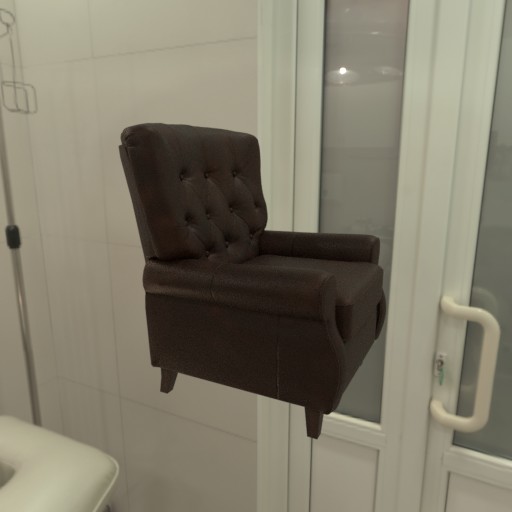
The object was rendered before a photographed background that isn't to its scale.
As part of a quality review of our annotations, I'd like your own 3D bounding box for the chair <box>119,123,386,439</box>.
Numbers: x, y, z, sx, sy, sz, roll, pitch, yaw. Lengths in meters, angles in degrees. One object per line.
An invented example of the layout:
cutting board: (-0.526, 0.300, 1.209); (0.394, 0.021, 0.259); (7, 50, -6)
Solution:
chair: (0.000, 0.000, 1.999); (1.058, 1.158, 0.948); (7, 15, 26)
